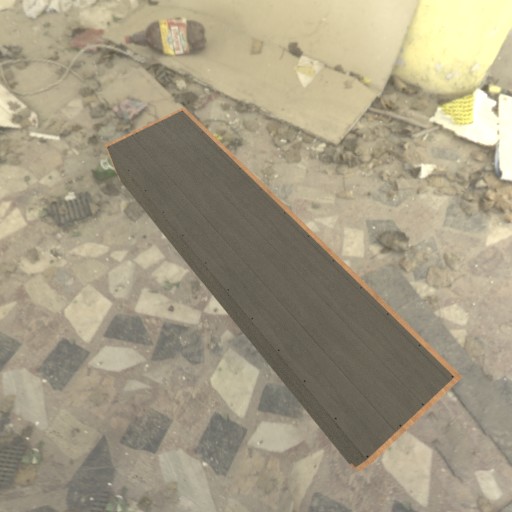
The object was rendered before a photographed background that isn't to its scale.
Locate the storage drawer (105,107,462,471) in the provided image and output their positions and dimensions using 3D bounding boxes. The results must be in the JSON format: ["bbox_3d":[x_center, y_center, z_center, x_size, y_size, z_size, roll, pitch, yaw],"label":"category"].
[{"bbox_3d":[0.000,0.000,2.217,0.538,0.264,2.032,-33,64,-19],"label":"storage drawer"}]
